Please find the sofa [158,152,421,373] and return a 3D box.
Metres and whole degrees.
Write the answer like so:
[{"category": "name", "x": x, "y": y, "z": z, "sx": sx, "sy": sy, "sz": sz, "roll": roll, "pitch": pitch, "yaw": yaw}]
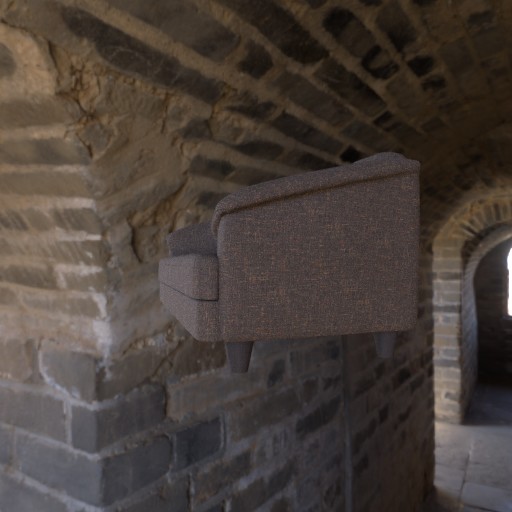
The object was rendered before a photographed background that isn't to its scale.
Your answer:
[{"category": "sofa", "x": 0.000, "y": 0.000, "z": 2.272, "sx": 0.887, "sy": 0.790, "sz": 1.849, "roll": 0, "pitch": -1, "yaw": -16}]
